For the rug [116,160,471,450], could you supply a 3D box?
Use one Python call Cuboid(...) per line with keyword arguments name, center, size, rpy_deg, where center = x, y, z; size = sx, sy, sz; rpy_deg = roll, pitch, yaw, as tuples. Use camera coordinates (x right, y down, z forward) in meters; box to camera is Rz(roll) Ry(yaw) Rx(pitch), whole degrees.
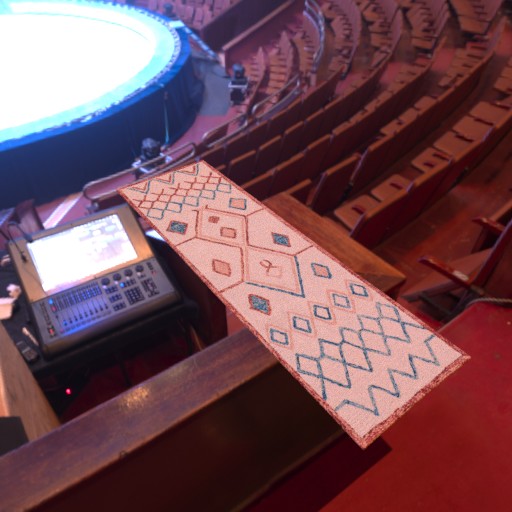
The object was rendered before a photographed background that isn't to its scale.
Cuboid(name="rug", center=(0.000, 0.000, 2.689), size=(0.750, 0.011, 2.435), rpy_deg=(-26, 47, -27))
